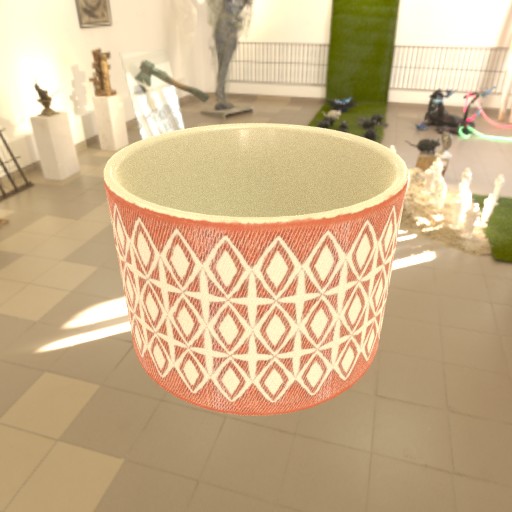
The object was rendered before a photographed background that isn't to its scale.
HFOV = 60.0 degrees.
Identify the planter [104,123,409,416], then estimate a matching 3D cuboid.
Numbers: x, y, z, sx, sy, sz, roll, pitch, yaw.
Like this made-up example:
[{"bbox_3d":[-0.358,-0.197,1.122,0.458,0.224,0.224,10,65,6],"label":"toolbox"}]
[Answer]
[{"bbox_3d":[0.000,0.000,0.327,0.192,0.148,0.192,0,30,0],"label":"planter"}]
